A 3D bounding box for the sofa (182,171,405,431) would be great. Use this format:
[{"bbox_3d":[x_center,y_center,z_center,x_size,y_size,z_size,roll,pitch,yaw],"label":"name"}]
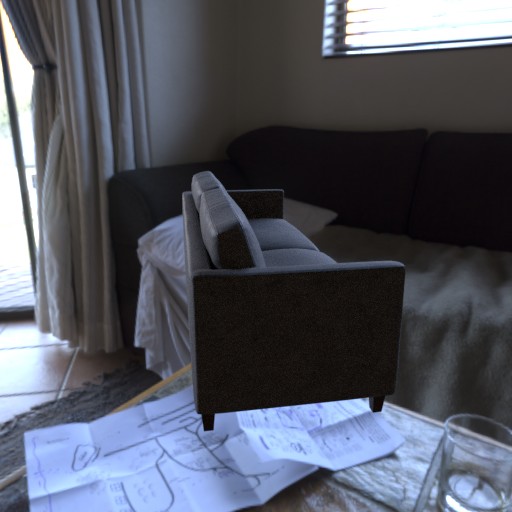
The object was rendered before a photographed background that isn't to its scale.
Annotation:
[{"bbox_3d":[0.000,0.000,3.011,0.951,0.965,2.434,-3,17,-9],"label":"sofa"}]
